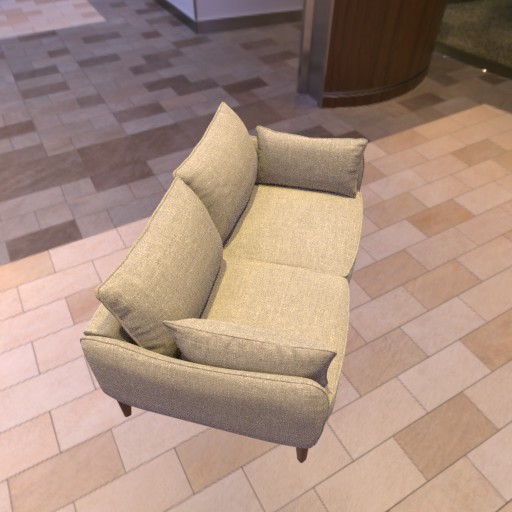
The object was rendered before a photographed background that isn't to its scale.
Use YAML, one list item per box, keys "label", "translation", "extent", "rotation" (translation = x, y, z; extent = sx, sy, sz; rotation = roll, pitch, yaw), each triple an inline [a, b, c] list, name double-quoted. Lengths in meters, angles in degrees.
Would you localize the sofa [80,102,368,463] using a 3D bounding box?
- label: "sofa"
  translation: [0.000, 0.000, 2.157]
  extent: [0.972, 0.851, 1.580]
  rotation: [10, 47, 10]
